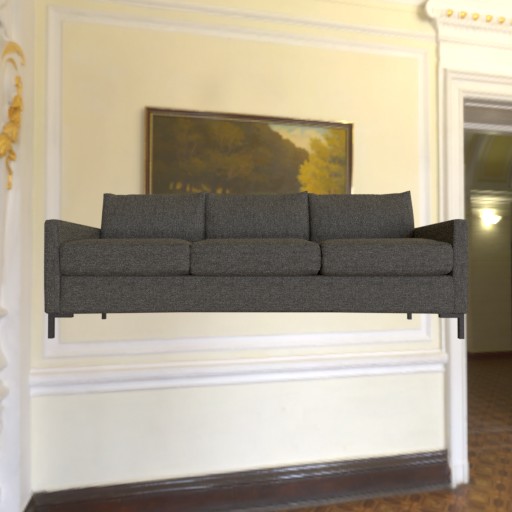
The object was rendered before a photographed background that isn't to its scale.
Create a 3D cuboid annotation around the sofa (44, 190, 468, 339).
[{"bbox_3d":[0.000,0.000,2.719,2.253,0.879,0.876,0,-1,0],"label":"sofa"}]
